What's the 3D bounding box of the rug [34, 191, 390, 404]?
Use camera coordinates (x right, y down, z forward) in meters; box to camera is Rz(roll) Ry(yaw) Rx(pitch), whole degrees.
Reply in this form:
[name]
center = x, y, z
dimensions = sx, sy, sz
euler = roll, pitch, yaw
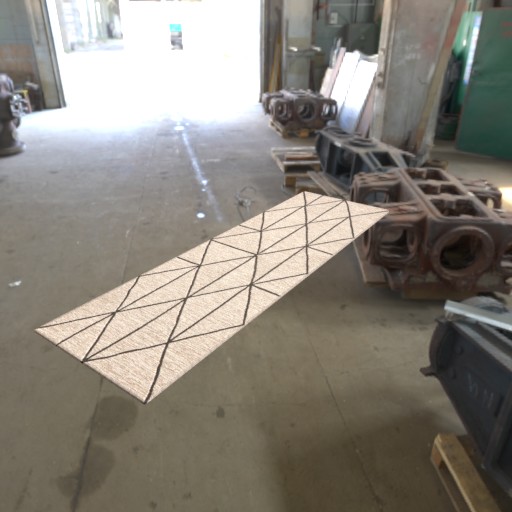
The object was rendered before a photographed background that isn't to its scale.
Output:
[rug]
center = 0.000, 0.000, 2.722
dimensions = 0.762, 0.012, 2.438
euler = 18, 32, 32
